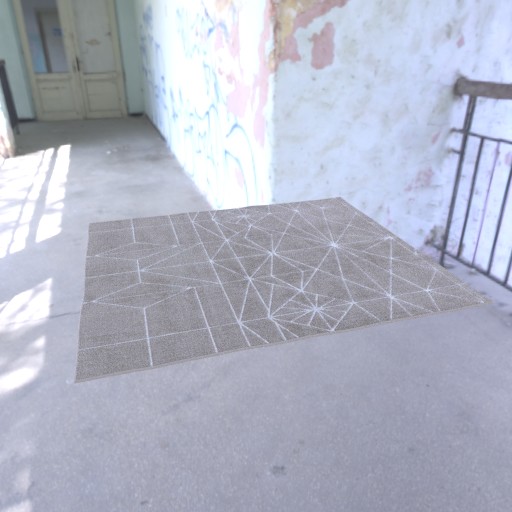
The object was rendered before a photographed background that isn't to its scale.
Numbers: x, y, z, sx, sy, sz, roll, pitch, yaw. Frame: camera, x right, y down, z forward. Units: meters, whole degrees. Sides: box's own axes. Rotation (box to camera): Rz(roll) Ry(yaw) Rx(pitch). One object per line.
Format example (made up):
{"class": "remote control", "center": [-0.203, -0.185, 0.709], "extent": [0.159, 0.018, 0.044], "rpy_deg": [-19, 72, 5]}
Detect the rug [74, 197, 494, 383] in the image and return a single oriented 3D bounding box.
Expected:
{"class": "rug", "center": [0.000, 0.000, 0.866], "extent": [0.639, 0.006, 0.548], "rpy_deg": [-8, 27, -15]}
